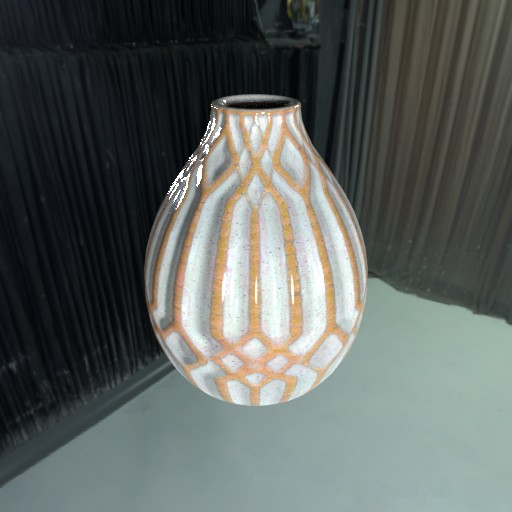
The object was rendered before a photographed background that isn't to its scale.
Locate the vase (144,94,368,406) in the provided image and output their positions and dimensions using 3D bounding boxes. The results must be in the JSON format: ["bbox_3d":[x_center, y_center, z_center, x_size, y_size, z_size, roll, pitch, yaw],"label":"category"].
[{"bbox_3d":[0.000,0.000,0.261,0.131,0.175,0.131,0,29,0],"label":"vase"}]
